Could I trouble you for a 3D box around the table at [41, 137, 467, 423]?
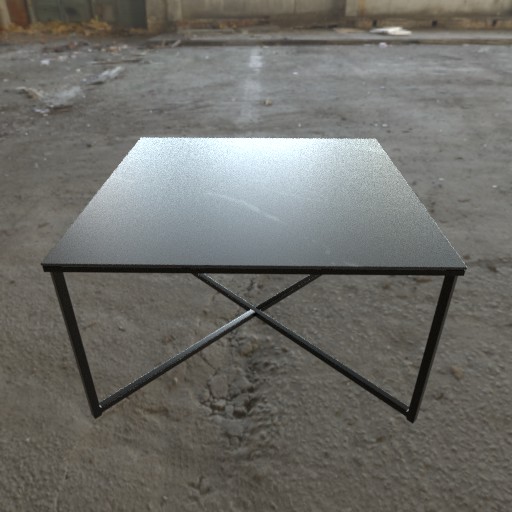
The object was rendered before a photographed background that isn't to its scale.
[{"bbox_3d":[0.000,0.000,1.287,0.800,0.450,0.800,0,32,1],"label":"table"}]
